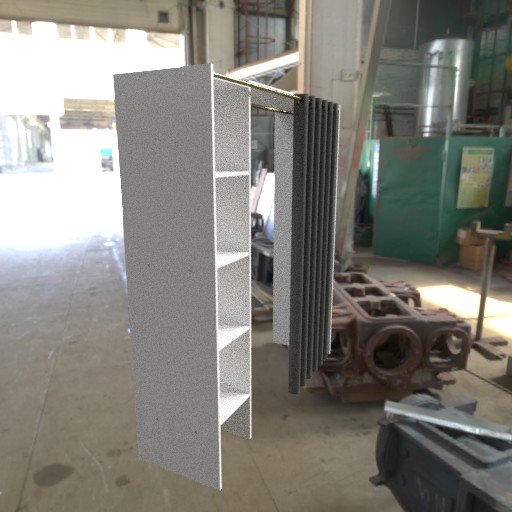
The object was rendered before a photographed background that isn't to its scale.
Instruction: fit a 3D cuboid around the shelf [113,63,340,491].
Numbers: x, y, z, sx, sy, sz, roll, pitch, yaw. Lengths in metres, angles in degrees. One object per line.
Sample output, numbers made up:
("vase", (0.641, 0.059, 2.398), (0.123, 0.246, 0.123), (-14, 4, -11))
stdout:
("shelf", (0.000, 0.000, 2.599), (0.500, 1.810, 1.600), (7, 15, 26))
